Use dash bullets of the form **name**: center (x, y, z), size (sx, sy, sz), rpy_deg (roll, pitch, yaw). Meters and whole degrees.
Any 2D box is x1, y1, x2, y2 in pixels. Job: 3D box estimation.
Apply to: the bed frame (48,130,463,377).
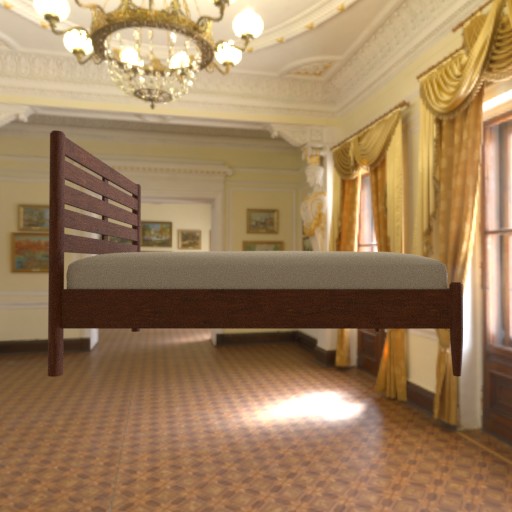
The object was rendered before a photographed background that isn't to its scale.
- **bed frame**: center (0.000, 0.000, 3.190), size (2.234, 1.321, 1.655), rpy_deg (0, -1, 0)
